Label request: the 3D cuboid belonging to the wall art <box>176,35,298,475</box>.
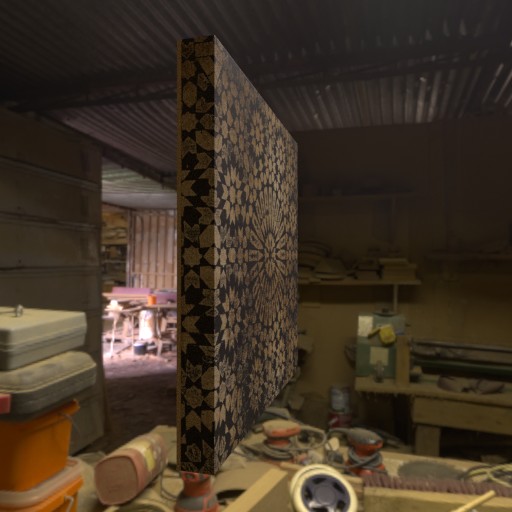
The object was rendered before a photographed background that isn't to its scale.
[{"bbox_3d":[0.000,0.000,0.606,0.038,0.405,0.405,0,-1,16],"label":"wall art"}]
